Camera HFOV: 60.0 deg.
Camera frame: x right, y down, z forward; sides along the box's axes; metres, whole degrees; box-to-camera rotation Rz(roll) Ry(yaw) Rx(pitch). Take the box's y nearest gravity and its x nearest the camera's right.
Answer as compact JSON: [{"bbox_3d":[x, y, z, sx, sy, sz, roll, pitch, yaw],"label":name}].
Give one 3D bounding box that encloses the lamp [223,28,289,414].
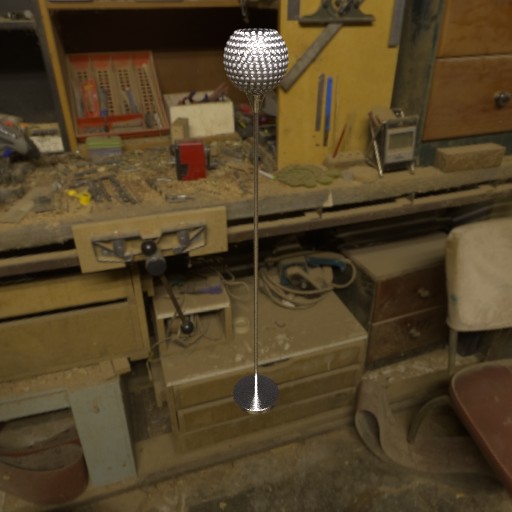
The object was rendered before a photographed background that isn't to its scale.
[{"bbox_3d":[0.000,0.000,1.980,0.254,1.805,0.254,0,31,0],"label":"lamp"}]
